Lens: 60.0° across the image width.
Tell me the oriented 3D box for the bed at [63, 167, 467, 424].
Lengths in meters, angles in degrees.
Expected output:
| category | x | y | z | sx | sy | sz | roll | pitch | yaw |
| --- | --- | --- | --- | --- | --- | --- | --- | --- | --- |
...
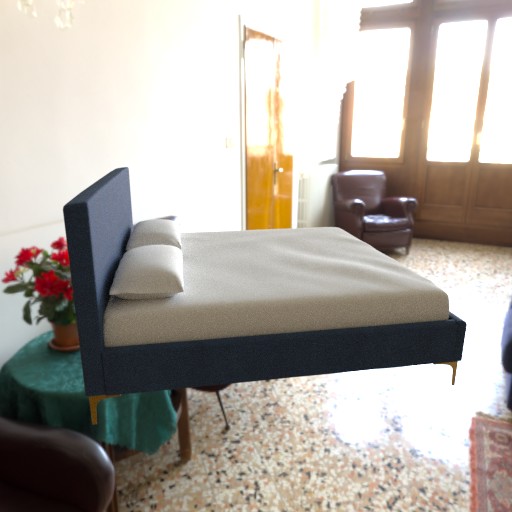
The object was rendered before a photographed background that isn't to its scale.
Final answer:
| category | x | y | z | sx | sy | sz | roll | pitch | yaw |
| --- | --- | --- | --- | --- | --- | --- | --- | --- | --- |
| bed | 0.000 | 0.000 | 3.419 | 2.232 | 1.231 | 2.096 | -3 | 16 | -10 |
